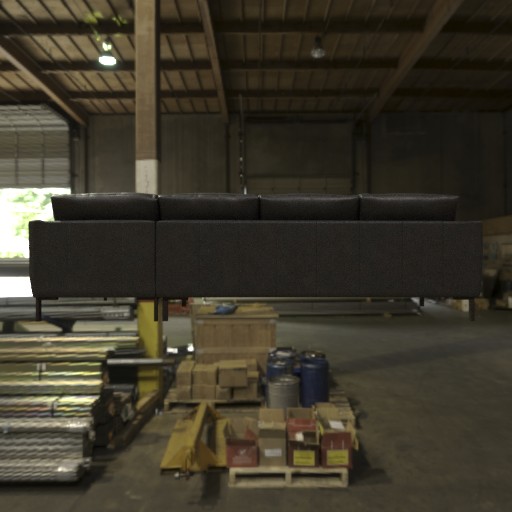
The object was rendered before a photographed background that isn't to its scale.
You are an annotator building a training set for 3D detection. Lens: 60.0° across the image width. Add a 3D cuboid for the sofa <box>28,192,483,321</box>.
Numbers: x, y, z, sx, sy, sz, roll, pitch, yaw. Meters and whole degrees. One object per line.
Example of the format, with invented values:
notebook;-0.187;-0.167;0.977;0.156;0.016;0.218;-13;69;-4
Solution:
sofa;0.000;0.000;3.612;2.993;0.859;1.471;0;0;-1
